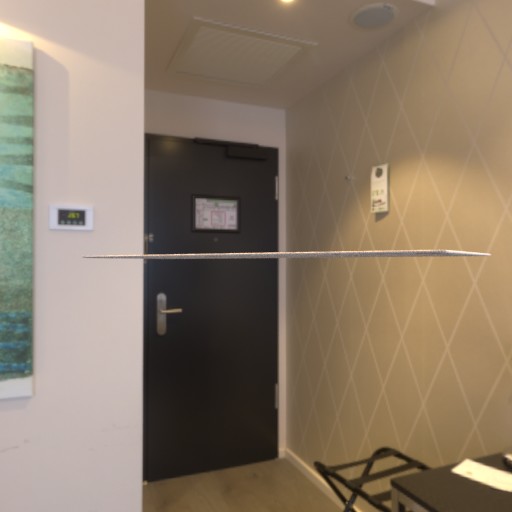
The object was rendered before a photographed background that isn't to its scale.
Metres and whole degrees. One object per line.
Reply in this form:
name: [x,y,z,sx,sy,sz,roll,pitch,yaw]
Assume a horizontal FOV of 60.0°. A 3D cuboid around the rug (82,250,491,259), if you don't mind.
rug: [0.000,0.000,2.728,2.452,0.017,0.855,-1,-1,37]
